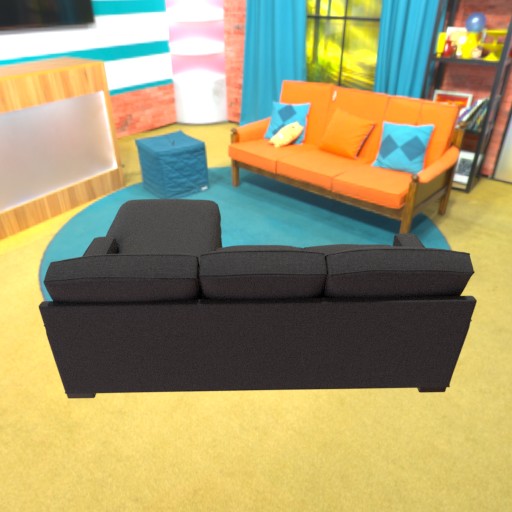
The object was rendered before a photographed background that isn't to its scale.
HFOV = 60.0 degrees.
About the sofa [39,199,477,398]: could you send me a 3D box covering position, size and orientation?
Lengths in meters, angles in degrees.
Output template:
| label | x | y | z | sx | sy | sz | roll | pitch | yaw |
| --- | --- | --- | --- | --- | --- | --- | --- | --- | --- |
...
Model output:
| label | x | y | z | sx | sy | sz | roll | pitch | yaw |
| --- | --- | --- | --- | --- | --- | --- | --- | --- | --- |
| sofa | 0.000 | 0.000 | 3.248 | 2.370 | 0.973 | 1.790 | -1 | 32 | -1 |
